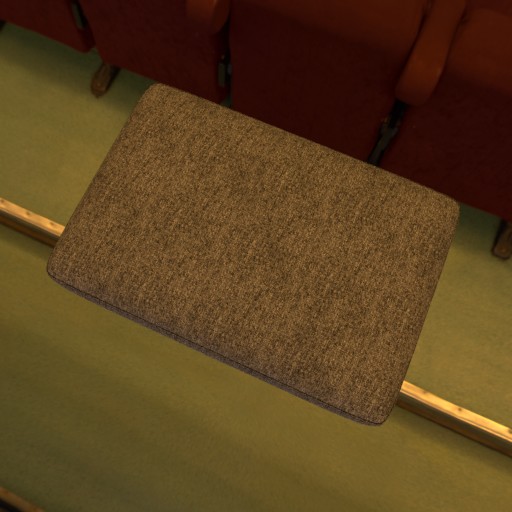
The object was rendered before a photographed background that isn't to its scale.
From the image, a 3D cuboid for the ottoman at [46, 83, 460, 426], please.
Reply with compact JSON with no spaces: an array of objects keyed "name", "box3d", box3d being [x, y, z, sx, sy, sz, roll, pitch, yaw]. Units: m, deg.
[{"name":"ottoman","box3d":[0.000,0.000,1.209,0.864,0.483,0.584,23,77,6]}]
